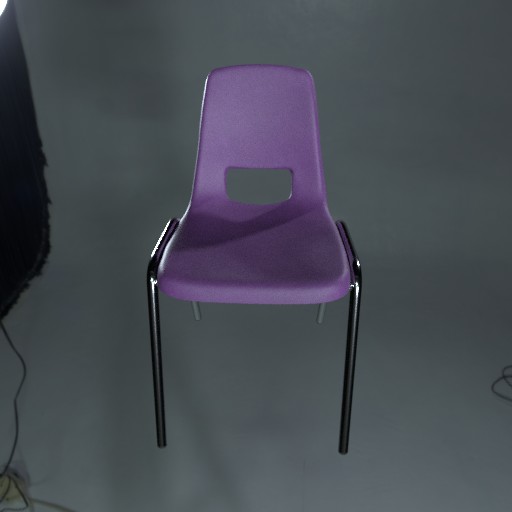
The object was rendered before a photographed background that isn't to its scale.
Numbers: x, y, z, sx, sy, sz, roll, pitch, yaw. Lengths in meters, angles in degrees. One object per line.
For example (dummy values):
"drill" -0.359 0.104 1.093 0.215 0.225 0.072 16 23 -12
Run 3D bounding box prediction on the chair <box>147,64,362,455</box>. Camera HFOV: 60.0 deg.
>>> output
"chair" 0.000 0.000 0.890 0.381 0.654 0.432 1 32 2
